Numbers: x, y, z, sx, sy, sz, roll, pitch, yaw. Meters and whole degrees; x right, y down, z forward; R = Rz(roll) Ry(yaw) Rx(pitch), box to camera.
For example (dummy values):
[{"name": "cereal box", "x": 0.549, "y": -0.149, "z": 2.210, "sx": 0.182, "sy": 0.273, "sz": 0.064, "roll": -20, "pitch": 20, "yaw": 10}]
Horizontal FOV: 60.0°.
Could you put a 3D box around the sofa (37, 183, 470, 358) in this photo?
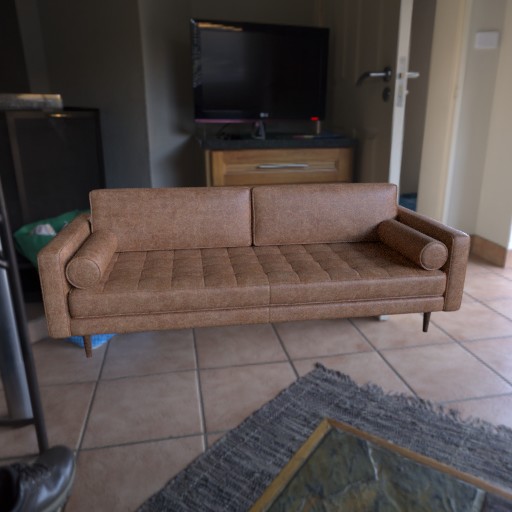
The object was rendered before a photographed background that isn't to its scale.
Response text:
[{"name": "sofa", "x": 0.000, "y": 0.000, "z": 2.650, "sx": 2.200, "sy": 0.770, "sz": 0.919, "roll": -3, "pitch": 17, "yaw": -8}]
